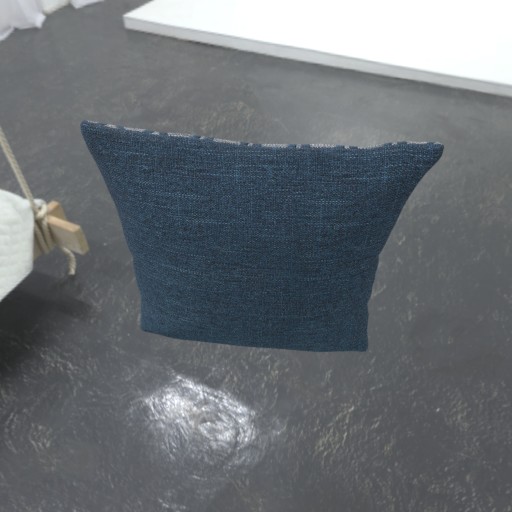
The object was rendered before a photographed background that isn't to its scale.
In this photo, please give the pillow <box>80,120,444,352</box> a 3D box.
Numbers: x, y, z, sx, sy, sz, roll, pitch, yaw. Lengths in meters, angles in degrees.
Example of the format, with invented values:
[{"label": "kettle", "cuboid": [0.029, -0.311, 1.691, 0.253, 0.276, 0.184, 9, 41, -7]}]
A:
[{"label": "pillow", "cuboid": [0.000, 0.000, 0.679, 0.435, 0.435, 0.159, 3, 46, 3]}]
